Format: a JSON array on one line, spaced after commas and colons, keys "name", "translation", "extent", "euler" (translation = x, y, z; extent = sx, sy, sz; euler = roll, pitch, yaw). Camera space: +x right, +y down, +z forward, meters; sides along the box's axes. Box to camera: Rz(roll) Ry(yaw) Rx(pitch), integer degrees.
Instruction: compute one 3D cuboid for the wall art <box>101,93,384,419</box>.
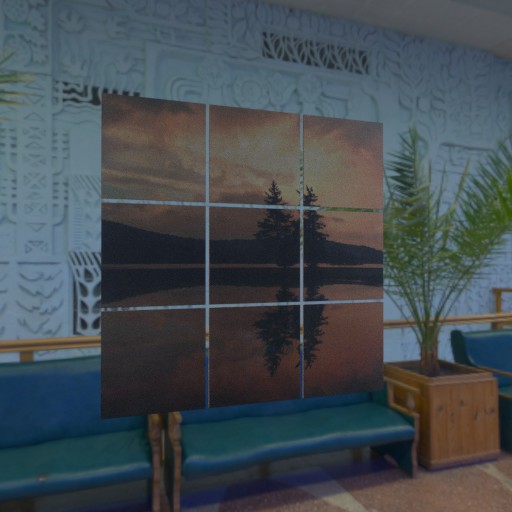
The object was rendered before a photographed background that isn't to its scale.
[{"name": "wall art", "translation": [0.000, 0.000, 2.305], "extent": [1.520, 1.525, 0.013], "euler": [0, 0, -18]}]
